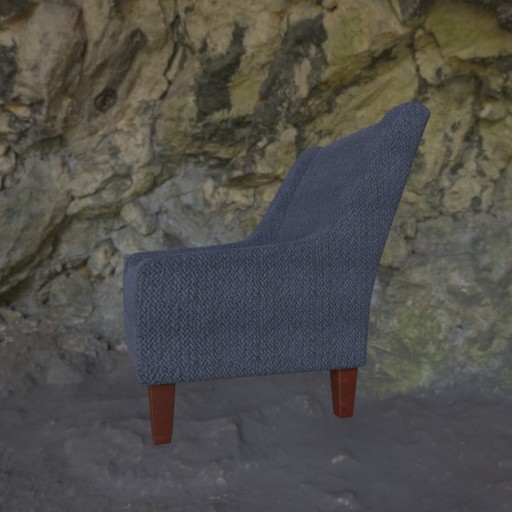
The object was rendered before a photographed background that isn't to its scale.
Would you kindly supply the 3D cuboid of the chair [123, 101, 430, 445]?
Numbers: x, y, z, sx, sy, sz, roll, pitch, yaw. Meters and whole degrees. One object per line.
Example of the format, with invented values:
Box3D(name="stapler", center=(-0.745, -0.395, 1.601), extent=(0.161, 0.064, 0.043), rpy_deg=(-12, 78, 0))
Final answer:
Box3D(name="chair", center=(0.000, 0.000, 1.661), extent=(0.944, 1.012, 0.793), rpy_deg=(0, 1, -19))
